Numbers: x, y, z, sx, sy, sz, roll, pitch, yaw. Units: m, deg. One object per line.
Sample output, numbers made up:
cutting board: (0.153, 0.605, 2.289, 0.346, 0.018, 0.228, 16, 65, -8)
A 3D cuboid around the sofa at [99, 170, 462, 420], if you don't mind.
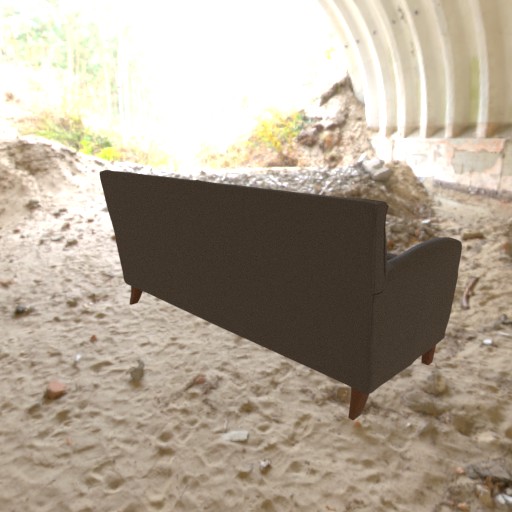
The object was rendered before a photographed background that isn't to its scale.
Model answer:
sofa: (0.000, 0.000, 2.507, 0.843, 0.907, 2.002, -14, 21, -43)
